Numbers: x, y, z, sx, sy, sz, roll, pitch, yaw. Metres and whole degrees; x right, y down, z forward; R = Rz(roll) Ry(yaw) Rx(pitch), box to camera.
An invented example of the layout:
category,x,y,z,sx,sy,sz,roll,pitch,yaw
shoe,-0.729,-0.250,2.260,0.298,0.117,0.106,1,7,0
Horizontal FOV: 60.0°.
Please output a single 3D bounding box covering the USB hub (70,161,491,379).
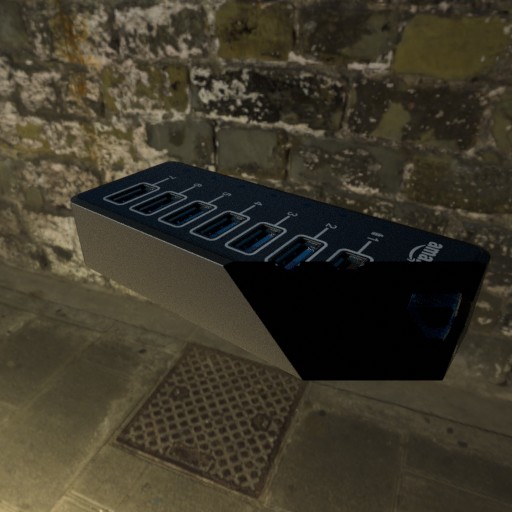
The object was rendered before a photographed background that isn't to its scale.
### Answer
category,x,y,z,sx,sy,sz,roll,pitch,yaw
USB hub,0.000,0.000,0.124,0.110,0.023,0.044,21,37,31
